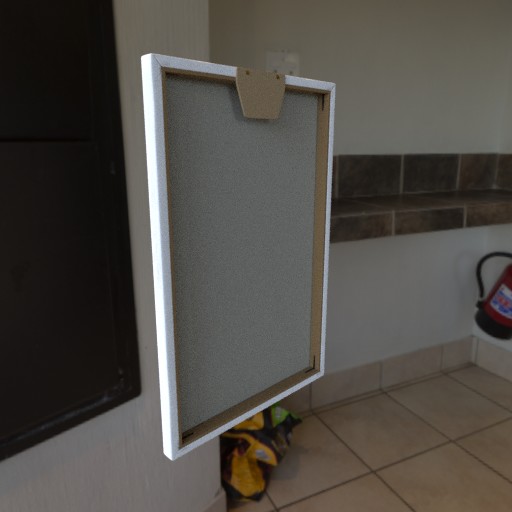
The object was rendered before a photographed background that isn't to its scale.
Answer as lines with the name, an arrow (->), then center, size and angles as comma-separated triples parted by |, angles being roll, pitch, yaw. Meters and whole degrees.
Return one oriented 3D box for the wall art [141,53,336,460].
wall art -> 0.000, 0.000, 1.180 | 0.602, 0.916, 0.048 | -13, 19, -43
